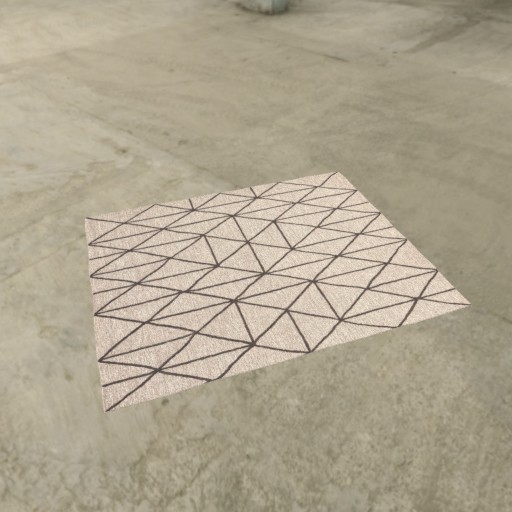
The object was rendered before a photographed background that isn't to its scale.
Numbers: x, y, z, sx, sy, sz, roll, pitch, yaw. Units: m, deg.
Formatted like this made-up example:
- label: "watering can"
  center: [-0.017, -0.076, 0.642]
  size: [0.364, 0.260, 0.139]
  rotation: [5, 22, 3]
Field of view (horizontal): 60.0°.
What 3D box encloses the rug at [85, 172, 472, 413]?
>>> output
- label: "rug"
  center: [0.000, 0.000, 4.266]
  size: [3.061, 0.022, 2.468]
  rotation: [-13, 41, -15]
